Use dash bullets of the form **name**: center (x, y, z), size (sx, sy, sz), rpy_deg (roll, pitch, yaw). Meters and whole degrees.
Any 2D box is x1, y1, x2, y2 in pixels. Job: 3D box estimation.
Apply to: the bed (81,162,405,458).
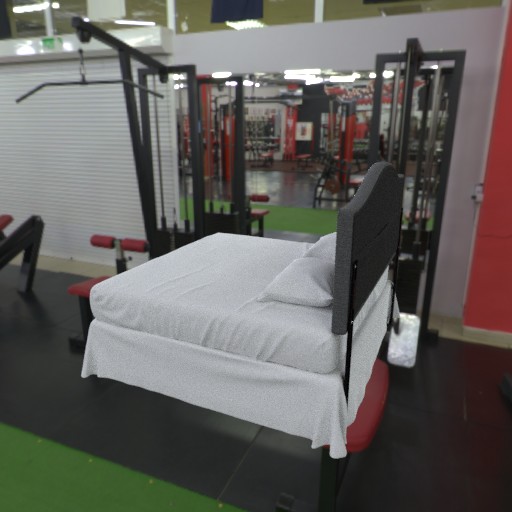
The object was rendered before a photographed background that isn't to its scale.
- **bed**: center (0.000, 0.000, 3.808), size (2.219, 1.651, 2.314), rpy_deg (8, 18, 24)
